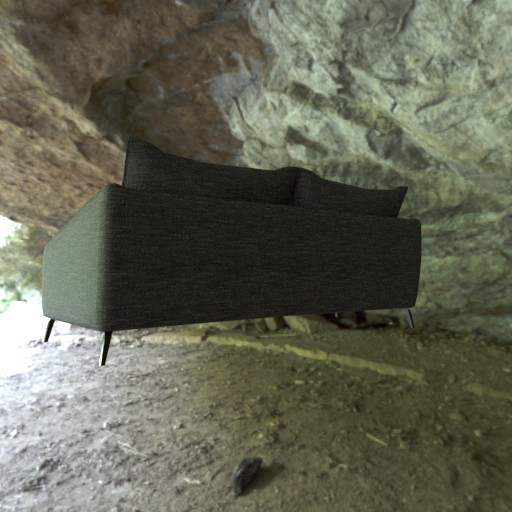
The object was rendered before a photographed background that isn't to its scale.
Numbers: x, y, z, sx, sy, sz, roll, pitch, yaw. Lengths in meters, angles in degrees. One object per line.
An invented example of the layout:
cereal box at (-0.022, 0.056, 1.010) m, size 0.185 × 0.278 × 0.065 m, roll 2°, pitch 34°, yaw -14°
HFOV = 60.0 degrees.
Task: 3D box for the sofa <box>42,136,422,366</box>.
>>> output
sofa at (0.000, 0.000, 2.420) m, size 2.019 × 0.843 × 0.807 m, roll 1°, pitch -2°, yaw -35°
